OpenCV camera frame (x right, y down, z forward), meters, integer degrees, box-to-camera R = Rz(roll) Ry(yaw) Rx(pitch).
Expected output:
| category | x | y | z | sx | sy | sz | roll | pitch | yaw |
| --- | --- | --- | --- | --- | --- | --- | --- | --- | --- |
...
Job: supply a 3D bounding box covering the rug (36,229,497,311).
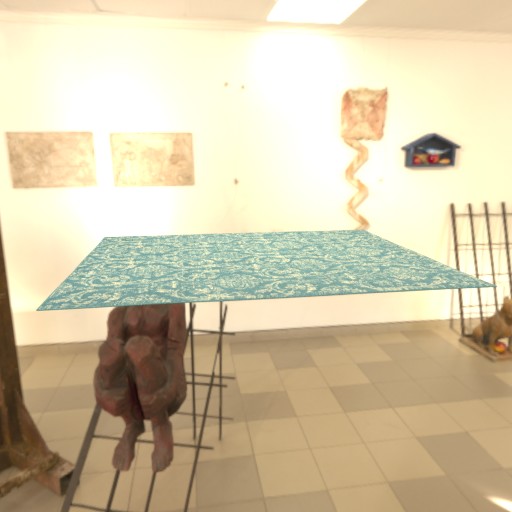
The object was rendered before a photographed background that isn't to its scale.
| category | x | y | z | sx | sy | sz | roll | pitch | yaw |
| --- | --- | --- | --- | --- | --- | --- | --- | --- | --- |
| rug | 0.000 | 0.000 | 3.949 | 2.980 | 0.012 | 2.363 | -2 | 13 | -9 |
